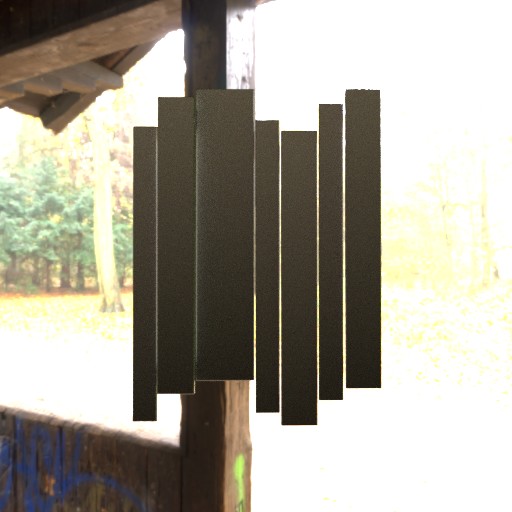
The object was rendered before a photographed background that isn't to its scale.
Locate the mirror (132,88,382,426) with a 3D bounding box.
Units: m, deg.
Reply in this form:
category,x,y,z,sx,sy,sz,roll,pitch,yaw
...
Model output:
category,x,y,z,sx,sy,sz,roll,pitch,yaw
mirror,0.000,0.000,0.809,0.445,0.611,0.058,0,0,-1
